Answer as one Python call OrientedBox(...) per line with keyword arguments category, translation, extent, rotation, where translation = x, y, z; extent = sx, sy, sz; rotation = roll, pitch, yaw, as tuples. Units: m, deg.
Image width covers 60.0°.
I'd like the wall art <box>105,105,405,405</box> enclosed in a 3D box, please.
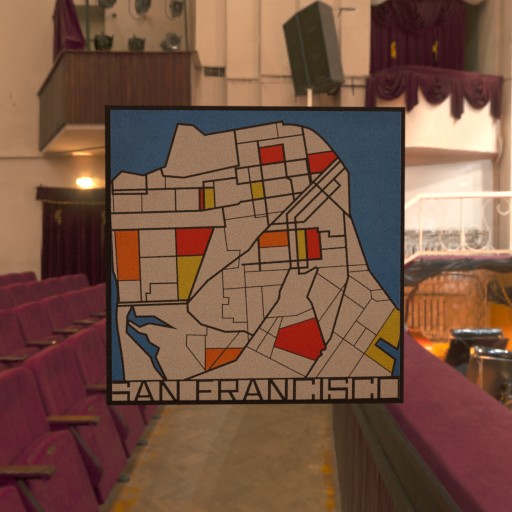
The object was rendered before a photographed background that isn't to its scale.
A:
OrientedBox(category="wall art", translation=(0.000, 0.000, 0.684), extent=(0.458, 0.457, 0.013), rotation=(0, 1, -1))
